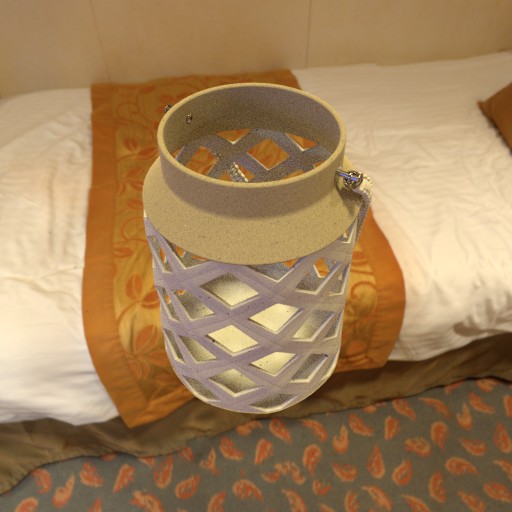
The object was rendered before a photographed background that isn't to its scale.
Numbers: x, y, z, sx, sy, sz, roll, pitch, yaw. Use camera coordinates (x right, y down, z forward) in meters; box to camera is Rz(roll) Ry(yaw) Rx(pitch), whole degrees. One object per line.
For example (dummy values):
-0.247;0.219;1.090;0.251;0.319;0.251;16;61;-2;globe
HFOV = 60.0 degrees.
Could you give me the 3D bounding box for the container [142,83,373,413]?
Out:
0.000;0.000;0.395;0.188;0.264;0.198;26;53;21;container
